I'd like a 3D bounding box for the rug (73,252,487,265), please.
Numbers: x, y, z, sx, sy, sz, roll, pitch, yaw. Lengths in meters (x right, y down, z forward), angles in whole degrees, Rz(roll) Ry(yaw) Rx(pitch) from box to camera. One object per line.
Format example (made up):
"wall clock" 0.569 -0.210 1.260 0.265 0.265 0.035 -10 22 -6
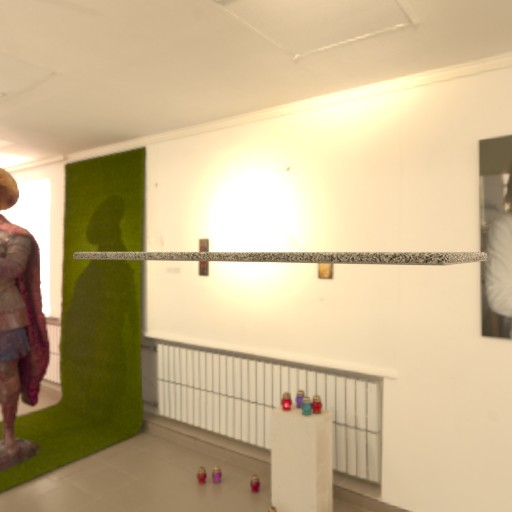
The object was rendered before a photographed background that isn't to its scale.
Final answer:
"rug" 0.000 0.000 1.717 1.524 0.030 0.609 0 1 36
